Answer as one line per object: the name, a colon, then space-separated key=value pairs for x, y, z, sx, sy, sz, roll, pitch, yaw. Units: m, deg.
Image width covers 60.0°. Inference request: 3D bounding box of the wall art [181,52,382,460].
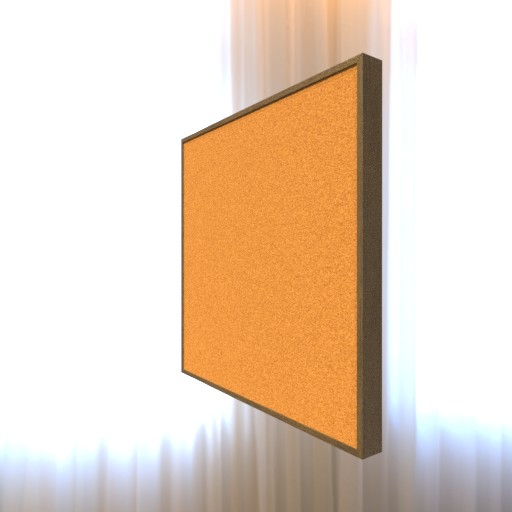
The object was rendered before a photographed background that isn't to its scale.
wall art: x=0.000 y=0.000 z=0.768 sx=0.037 sy=0.507 sz=0.507 roll=0 pitch=0 yaw=-36
